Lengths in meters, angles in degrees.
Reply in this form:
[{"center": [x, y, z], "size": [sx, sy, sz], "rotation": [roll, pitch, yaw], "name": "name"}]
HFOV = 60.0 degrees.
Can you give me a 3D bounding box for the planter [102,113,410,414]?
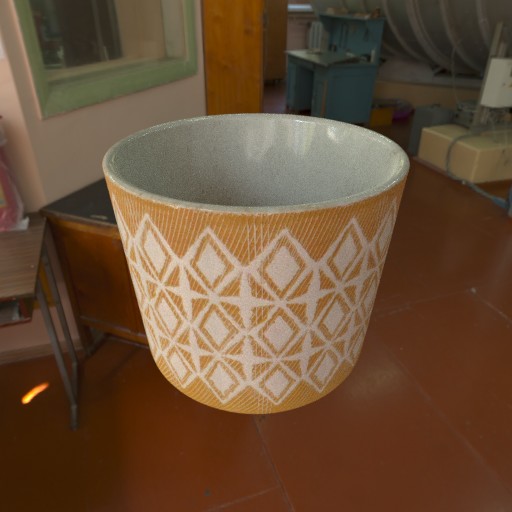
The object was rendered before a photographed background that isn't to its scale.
[{"center": [0.000, 0.000, 0.332], "size": [0.193, 0.165, 0.193], "rotation": [0, 31, 0], "name": "planter"}]
